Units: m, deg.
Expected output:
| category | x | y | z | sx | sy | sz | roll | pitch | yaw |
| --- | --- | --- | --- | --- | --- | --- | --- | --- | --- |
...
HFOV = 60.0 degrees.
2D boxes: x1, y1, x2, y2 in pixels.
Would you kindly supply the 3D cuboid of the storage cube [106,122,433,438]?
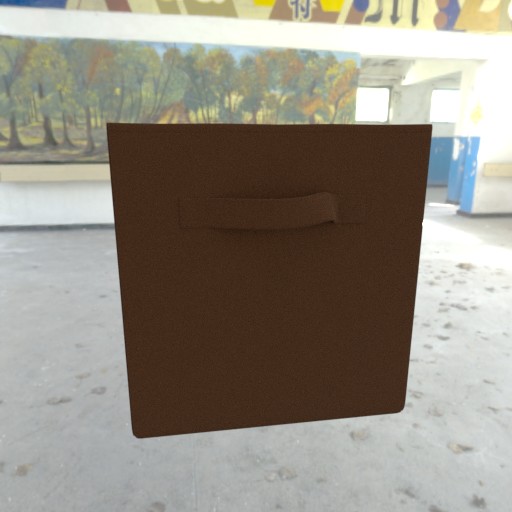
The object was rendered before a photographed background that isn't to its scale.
| category | x | y | z | sx | sy | sz | roll | pitch | yaw |
| --- | --- | --- | --- | --- | --- | --- | --- | --- | --- |
| storage cube | 0.000 | 0.000 | 0.499 | 0.270 | 0.280 | 0.270 | -2 | 15 | -9 |
